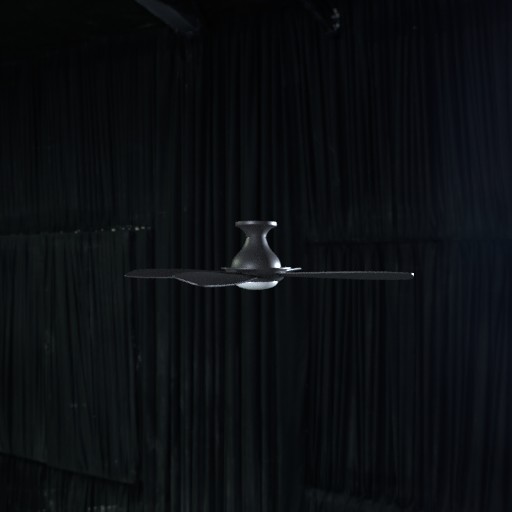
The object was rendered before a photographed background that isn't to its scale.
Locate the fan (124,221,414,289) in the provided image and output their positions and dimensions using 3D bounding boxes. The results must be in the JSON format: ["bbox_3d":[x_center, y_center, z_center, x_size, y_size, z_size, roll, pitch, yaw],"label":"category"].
[{"bbox_3d":[0.000,0.000,2.529,1.694,0.382,1.694,0,0,19],"label":"fan"}]
